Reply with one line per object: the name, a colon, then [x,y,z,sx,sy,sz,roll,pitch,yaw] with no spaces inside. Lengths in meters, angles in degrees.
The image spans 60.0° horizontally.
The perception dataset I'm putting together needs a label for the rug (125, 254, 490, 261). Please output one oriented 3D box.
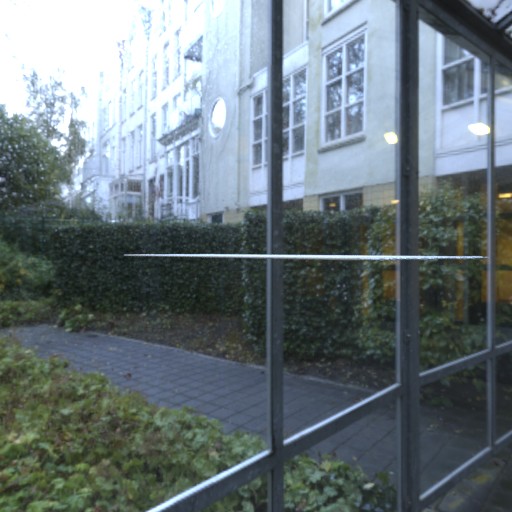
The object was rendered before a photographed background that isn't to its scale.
rug: [0.000,0.000,2.703,0.774,0.011,2.449,0,1,-36]
